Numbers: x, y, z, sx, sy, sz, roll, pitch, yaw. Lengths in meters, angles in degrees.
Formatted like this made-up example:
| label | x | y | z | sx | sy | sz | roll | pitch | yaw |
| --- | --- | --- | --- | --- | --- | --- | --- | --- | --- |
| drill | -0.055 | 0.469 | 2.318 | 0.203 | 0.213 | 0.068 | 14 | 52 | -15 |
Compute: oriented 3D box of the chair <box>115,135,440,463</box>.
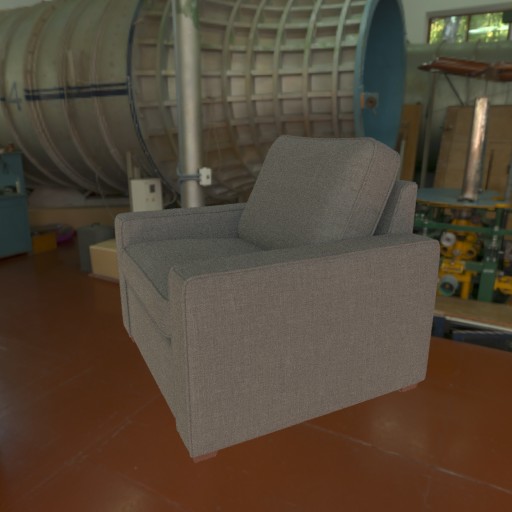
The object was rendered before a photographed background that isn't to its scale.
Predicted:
| label | x | y | z | sx | sy | sz | roll | pitch | yaw |
| --- | --- | --- | --- | --- | --- | --- | --- | --- | --- |
| chair | 0.000 | 0.000 | 1.761 | 0.940 | 0.919 | 1.017 | -8 | 18 | -26 |
